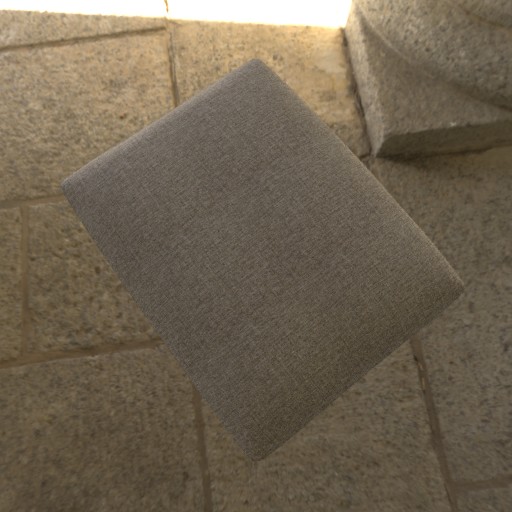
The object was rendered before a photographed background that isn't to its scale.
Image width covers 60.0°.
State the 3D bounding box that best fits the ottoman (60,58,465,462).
[{"bbox_3d":[0.000,0.000,1.130,0.584,0.513,0.741,-36,77,-10],"label":"ottoman"}]
